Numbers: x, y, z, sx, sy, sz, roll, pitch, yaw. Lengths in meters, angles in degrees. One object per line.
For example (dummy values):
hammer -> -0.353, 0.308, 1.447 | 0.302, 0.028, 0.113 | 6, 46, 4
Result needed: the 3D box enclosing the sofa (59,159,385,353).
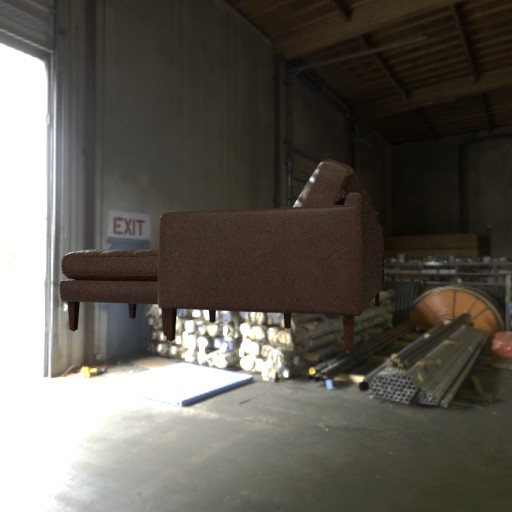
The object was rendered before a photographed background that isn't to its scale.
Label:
sofa -> 0.000, 0.000, 3.048 | 1.613, 0.841, 2.185 | 0, -1, 18
